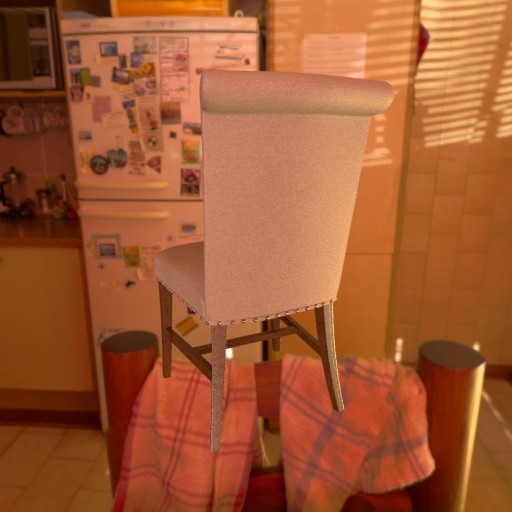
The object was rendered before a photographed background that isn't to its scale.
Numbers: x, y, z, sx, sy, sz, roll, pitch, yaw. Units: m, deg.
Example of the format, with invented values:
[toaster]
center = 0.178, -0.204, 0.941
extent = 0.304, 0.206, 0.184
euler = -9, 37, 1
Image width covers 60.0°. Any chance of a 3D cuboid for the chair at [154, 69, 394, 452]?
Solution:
[chair]
center = 0.000, 0.000, 1.366
extent = 0.513, 0.988, 0.608
euler = -7, 17, -26
